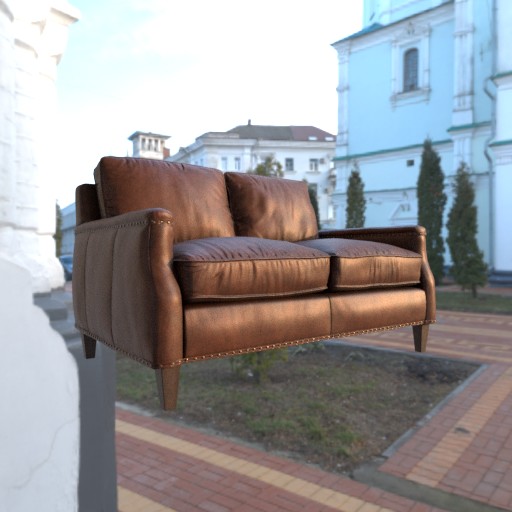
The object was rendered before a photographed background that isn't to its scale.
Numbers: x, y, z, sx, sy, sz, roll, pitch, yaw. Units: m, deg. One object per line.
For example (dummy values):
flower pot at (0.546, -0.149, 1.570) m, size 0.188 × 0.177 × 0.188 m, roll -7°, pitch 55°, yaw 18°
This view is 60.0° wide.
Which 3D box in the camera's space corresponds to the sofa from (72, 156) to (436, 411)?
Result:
sofa at (0.000, 0.000, 2.276) m, size 1.628 × 1.003 × 1.083 m, roll 0°, pitch 0°, yaw -37°
